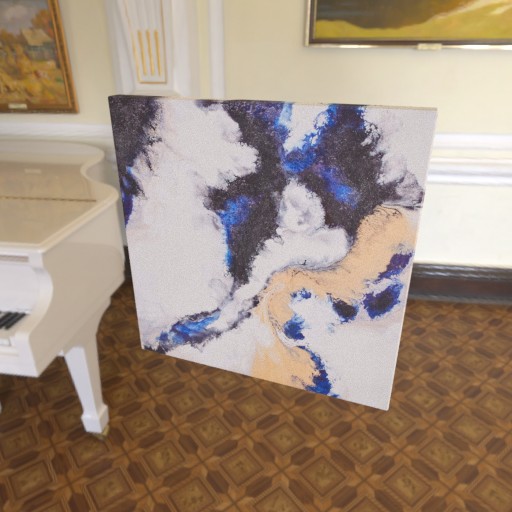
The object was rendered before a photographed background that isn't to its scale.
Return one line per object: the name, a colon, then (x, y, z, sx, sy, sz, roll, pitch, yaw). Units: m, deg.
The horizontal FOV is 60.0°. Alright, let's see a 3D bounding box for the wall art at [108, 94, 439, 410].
wall art: (0.000, 0.000, 0.918, 0.609, 0.609, 0.039, 9, 27, 18)
